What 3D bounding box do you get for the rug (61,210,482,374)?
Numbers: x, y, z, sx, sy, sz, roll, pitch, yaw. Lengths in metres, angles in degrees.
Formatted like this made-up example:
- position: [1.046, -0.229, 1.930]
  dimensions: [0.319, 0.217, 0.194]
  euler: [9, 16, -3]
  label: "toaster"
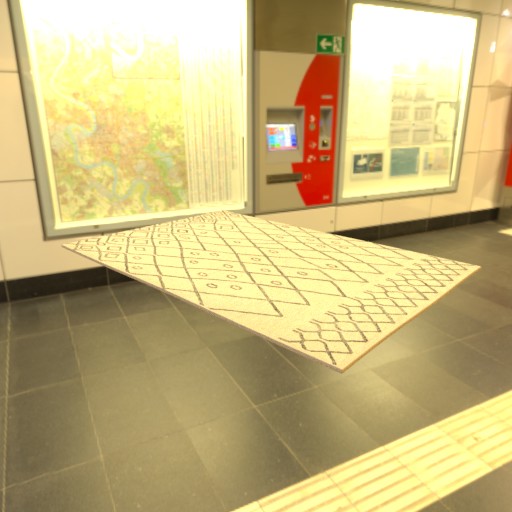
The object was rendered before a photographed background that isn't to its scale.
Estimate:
- position: [0.000, 0.000, 2.294]
  dimensions: [1.828, 0.015, 1.222]
  euler: [16, 24, 41]
  label: "rug"
